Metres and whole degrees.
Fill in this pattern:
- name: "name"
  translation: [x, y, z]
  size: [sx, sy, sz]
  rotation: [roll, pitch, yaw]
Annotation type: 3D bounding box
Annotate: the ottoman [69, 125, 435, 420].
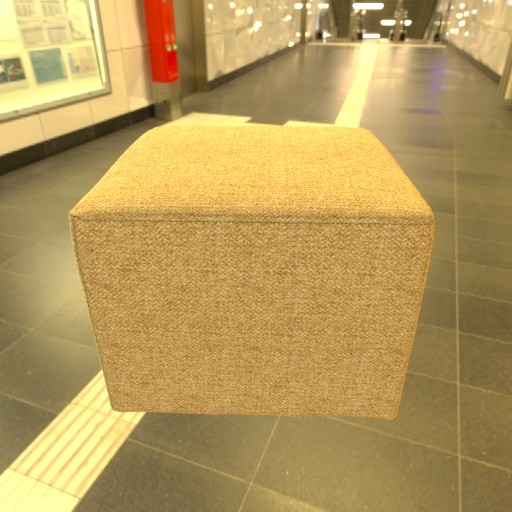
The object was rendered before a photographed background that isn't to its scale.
- name: "ottoman"
  translation: [0.000, 0.000, 0.897]
  size: [0.512, 0.441, 0.505]
  rotation: [1, 30, 1]
